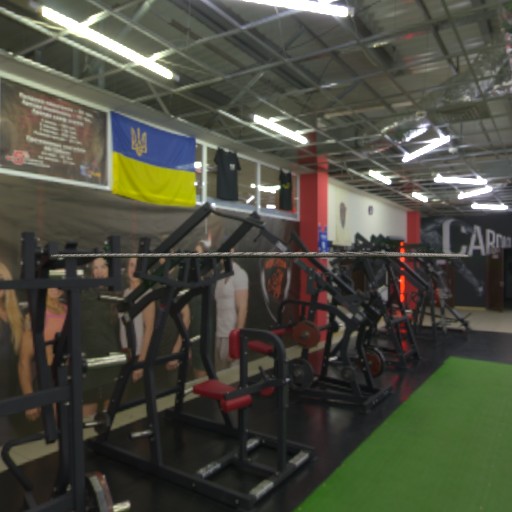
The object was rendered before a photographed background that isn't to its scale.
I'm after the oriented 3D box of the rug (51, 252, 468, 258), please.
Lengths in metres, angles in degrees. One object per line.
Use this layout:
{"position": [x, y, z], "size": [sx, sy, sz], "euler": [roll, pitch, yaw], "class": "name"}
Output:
{"position": [0.000, 0.000, 2.344], "size": [1.842, 0.019, 1.237], "euler": [0, 0, 36], "class": "rug"}
